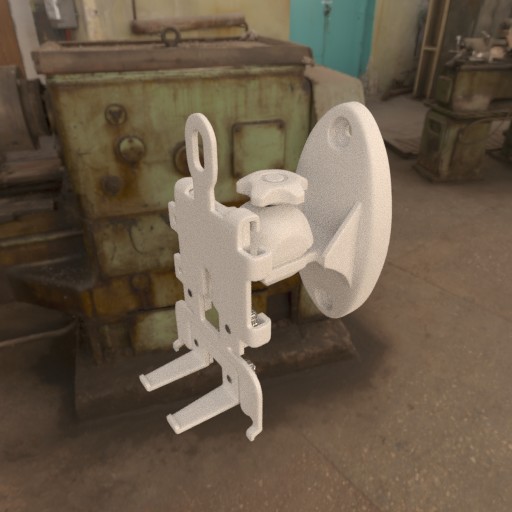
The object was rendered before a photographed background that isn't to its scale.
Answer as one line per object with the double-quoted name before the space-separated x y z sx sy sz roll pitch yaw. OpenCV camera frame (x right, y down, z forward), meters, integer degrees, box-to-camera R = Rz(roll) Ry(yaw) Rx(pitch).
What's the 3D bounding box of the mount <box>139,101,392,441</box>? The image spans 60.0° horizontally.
"mount" 0.000 0.000 0.179 0.100 0.118 0.066 -20 36 -31
